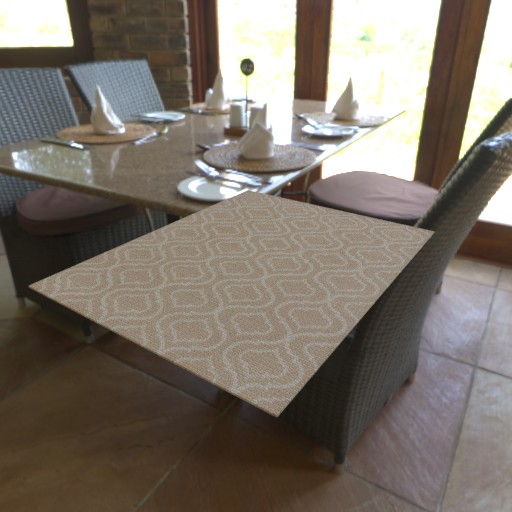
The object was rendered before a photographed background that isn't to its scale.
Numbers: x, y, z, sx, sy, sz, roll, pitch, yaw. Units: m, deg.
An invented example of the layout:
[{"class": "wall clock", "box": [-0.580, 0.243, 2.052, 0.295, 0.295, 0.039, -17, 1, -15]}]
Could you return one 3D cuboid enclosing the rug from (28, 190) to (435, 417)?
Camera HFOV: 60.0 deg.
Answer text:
[{"class": "rug", "box": [0.000, 0.000, 3.904, 2.286, 0.013, 2.894, 17, 31, 31]}]
